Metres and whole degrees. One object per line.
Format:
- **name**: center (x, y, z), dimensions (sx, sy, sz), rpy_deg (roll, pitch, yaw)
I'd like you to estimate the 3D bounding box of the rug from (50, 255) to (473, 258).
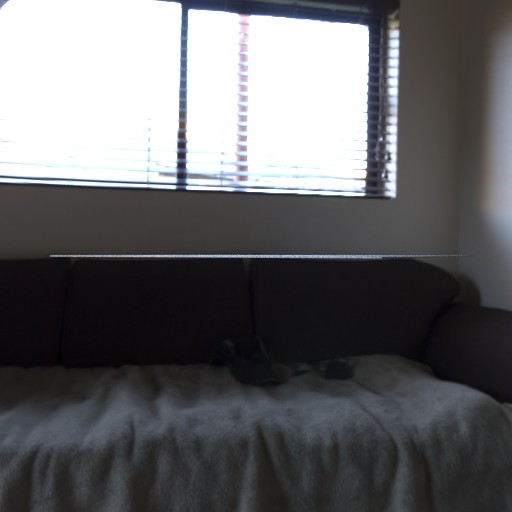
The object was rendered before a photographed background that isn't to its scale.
- **rug**: center (0.000, 0.000, 2.293), dimensions (1.827, 0.005, 1.229), rpy_deg (0, 0, 37)
